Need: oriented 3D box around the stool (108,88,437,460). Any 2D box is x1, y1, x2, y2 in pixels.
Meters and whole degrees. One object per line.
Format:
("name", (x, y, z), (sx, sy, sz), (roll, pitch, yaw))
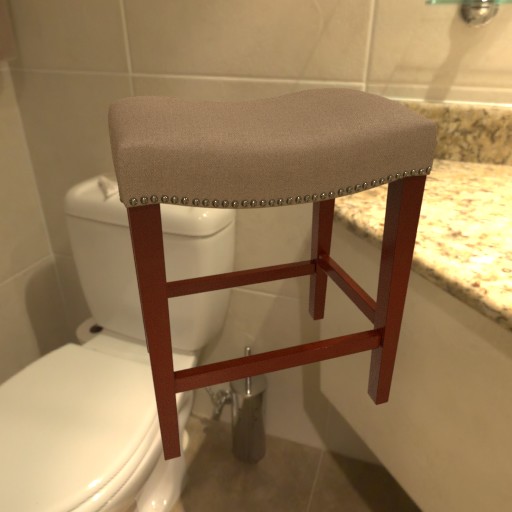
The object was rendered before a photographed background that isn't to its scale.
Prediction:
("stool", (0.000, 0.000, 0.924), (0.509, 0.632, 0.375), (-8, 29, -16))
